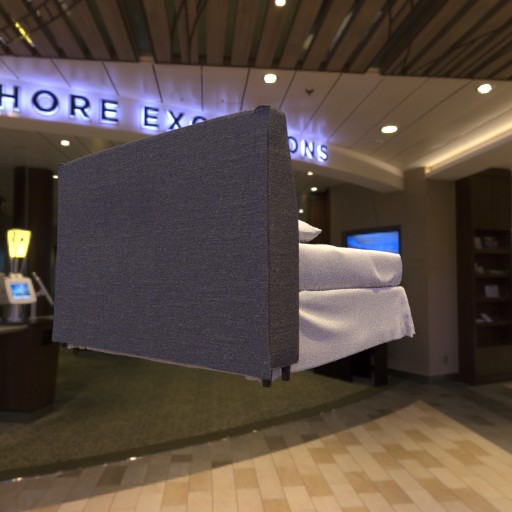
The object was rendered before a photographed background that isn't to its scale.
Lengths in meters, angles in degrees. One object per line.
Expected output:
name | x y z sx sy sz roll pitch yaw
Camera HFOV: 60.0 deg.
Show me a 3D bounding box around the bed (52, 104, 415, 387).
bed | 0.000 0.000 3.482 1.925 1.332 2.276 -2 -3 38
